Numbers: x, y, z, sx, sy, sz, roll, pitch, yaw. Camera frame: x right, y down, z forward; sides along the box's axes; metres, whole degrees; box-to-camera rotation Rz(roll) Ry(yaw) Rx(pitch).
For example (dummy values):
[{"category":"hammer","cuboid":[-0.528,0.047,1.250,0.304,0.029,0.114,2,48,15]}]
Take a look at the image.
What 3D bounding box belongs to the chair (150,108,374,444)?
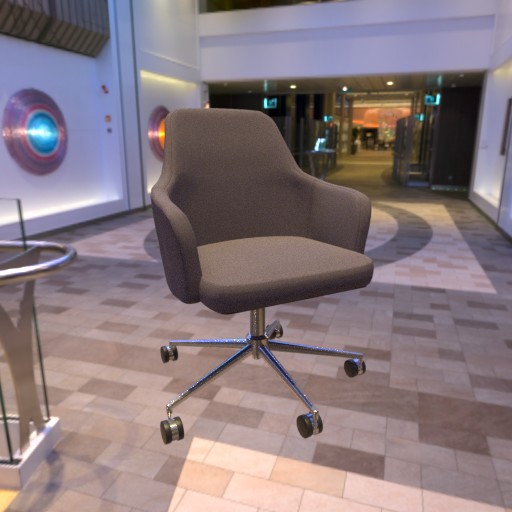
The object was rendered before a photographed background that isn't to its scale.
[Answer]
[{"category":"chair","cuboid":[0.000,0.000,1.251,0.655,0.820,0.600,-8,17,-27]}]
